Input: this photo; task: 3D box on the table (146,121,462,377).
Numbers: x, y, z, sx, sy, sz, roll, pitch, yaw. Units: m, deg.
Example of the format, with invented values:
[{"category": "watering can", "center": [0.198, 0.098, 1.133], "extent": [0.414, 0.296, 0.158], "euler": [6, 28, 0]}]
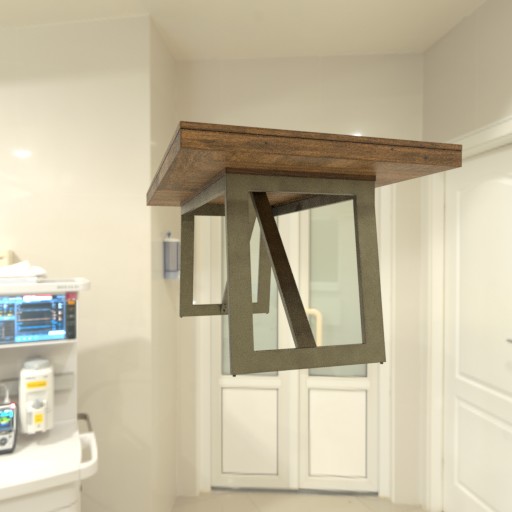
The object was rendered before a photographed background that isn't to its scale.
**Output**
[{"category": "table", "center": [0.000, 0.000, 2.126], "extent": [0.931, 0.757, 1.641], "euler": [0, 1, -17]}]
